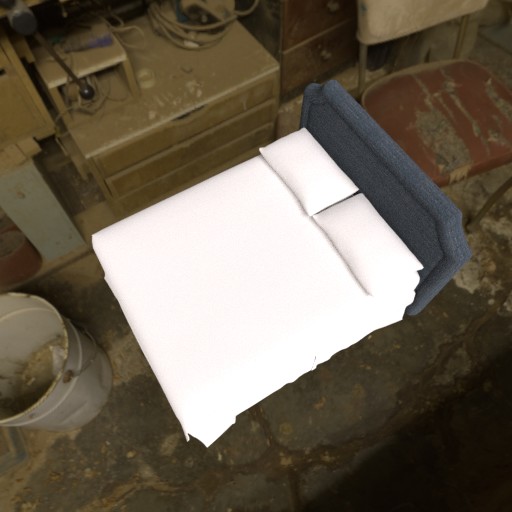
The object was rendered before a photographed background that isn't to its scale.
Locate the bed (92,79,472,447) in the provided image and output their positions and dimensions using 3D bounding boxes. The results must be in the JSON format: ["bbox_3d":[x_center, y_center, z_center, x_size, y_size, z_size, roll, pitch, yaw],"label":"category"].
[{"bbox_3d":[0.000,0.000,3.326,2.208,1.297,1.828,-28,67,-13],"label":"bed"}]
